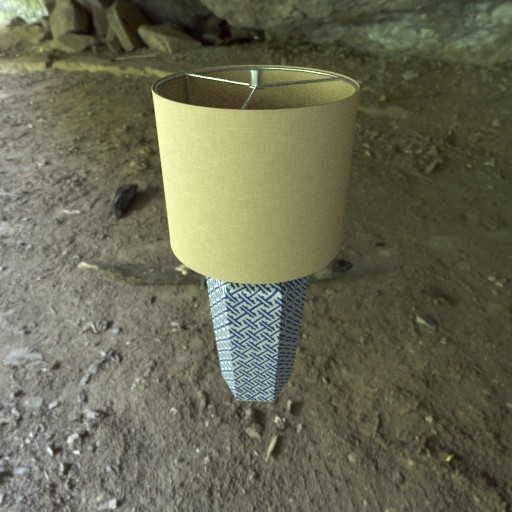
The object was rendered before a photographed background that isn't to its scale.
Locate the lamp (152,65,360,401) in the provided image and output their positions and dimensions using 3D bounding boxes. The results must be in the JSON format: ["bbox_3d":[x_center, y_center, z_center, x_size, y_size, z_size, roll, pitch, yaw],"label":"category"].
[{"bbox_3d":[0.000,0.000,0.865,0.320,0.682,0.320,23,39,31],"label":"lamp"}]
